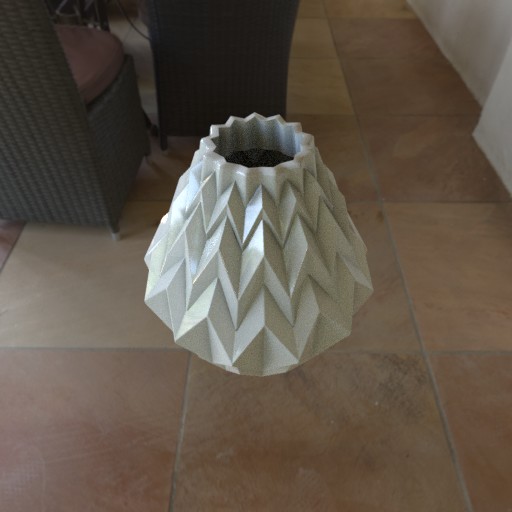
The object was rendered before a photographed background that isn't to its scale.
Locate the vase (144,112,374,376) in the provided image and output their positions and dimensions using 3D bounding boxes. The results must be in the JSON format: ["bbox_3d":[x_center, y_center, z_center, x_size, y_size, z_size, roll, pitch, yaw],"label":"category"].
[{"bbox_3d":[0.000,0.000,0.312,0.164,0.185,0.164,0,46,0],"label":"vase"}]
